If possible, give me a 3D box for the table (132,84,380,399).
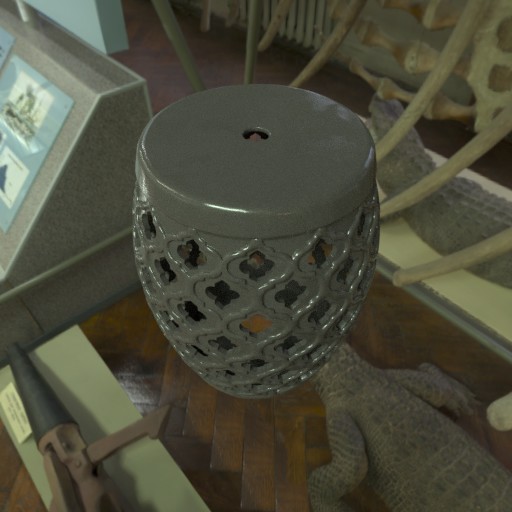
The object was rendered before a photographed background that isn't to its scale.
[{"bbox_3d":[0.000,0.000,0.628,0.325,0.388,0.325,0,46,0],"label":"table"}]
